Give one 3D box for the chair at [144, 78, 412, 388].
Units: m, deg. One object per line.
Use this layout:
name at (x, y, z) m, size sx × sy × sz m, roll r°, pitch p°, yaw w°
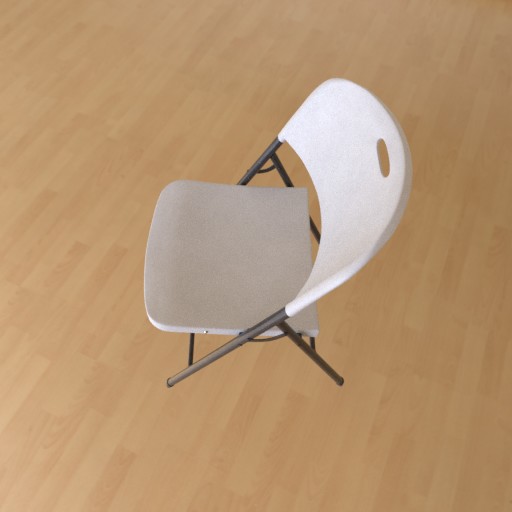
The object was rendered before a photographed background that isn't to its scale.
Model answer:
chair at (0.000, 0.000, 1.158) m, size 0.566 × 0.810 × 0.494 m, roll 0°, pitch 61°, yaw 0°
